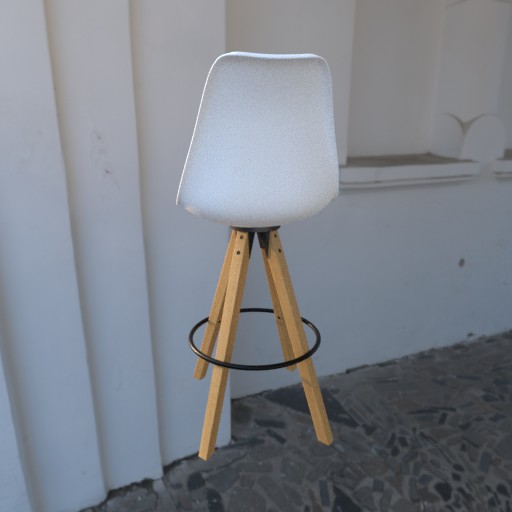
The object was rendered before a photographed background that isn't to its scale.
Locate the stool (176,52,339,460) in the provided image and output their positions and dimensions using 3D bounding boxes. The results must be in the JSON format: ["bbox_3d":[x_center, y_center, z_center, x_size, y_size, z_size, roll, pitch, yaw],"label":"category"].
[{"bbox_3d":[0.000,0.000,1.411,0.482,1.115,0.549,-3,16,-9],"label":"stool"}]
